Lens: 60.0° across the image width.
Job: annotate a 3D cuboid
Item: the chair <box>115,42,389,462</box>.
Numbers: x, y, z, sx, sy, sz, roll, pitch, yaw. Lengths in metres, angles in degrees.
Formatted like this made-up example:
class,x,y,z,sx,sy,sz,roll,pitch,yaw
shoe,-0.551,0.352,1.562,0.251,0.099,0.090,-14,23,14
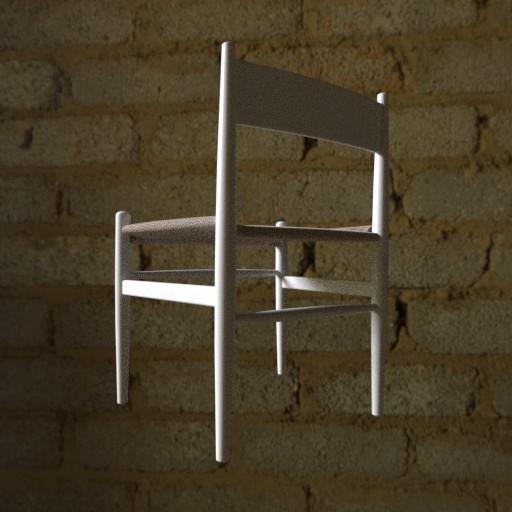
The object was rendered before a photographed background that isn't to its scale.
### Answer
class,x,y,z,sx,sy,sz,roll,pitch,yaw
chair,0.000,0.000,1.103,0.556,0.762,0.495,0,-1,-35
